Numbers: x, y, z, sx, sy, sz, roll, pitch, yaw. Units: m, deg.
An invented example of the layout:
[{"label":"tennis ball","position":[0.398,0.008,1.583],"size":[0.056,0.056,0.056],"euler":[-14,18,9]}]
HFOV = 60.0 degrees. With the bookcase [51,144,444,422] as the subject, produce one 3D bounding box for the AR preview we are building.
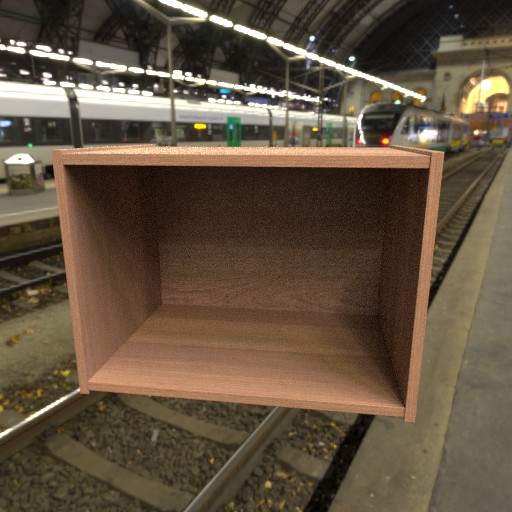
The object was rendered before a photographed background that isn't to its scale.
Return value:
[{"label":"bookcase","position":[0.000,0.000,0.640],"size":[0.415,0.305,0.290],"euler":[2,15,8]}]
